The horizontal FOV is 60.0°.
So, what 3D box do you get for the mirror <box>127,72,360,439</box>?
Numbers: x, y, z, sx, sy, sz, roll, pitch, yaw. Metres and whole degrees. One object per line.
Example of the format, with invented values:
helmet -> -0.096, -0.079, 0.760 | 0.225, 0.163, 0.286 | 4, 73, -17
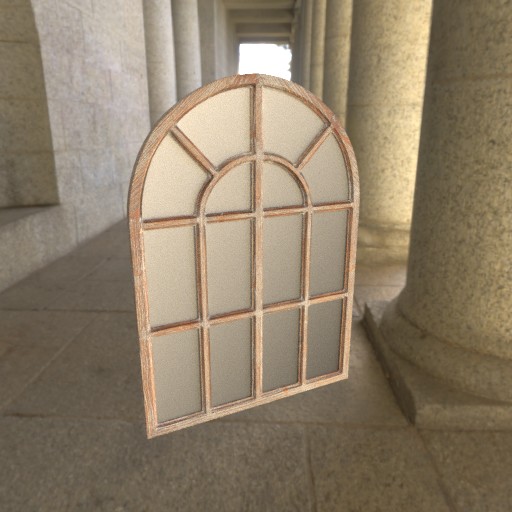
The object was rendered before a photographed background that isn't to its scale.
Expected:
mirror -> 0.000, 0.000, 1.201 | 0.660, 0.920, 0.032 | -8, 19, -25
